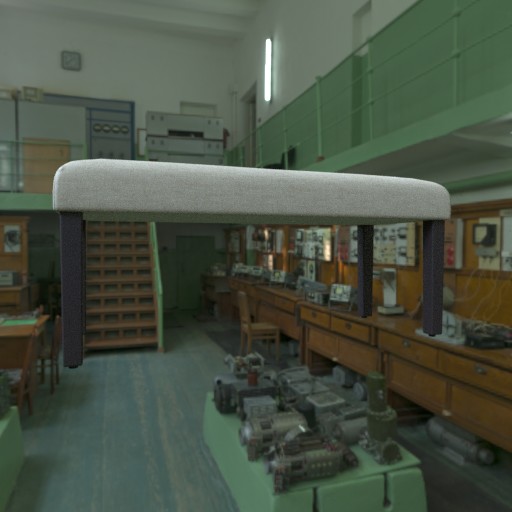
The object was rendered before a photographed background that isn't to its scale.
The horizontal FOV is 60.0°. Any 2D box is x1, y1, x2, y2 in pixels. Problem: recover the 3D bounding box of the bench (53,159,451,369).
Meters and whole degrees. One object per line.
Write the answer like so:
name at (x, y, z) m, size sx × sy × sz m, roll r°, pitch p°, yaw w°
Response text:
bench at (0.000, 0.000, 1.253) m, size 1.013 × 0.456 × 0.407 m, roll -1°, pitch 2°, yaw -20°
